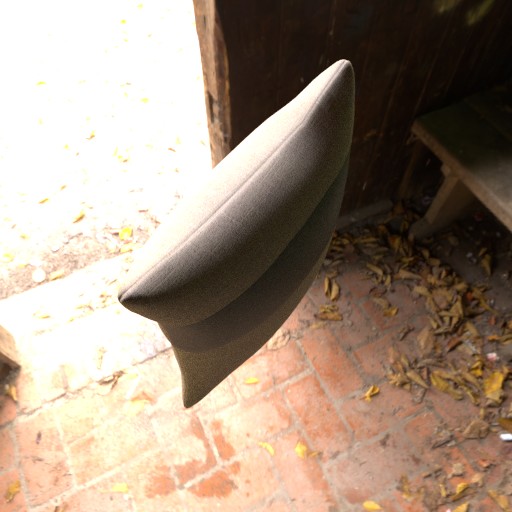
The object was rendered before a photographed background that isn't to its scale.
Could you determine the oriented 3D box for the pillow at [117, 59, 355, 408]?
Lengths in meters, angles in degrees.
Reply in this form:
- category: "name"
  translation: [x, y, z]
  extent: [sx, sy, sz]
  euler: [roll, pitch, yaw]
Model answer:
- category: "pillow"
  translation: [0.000, 0.000, 0.640]
  extent: [0.173, 0.399, 0.414]
  euler: [30, 63, 18]
